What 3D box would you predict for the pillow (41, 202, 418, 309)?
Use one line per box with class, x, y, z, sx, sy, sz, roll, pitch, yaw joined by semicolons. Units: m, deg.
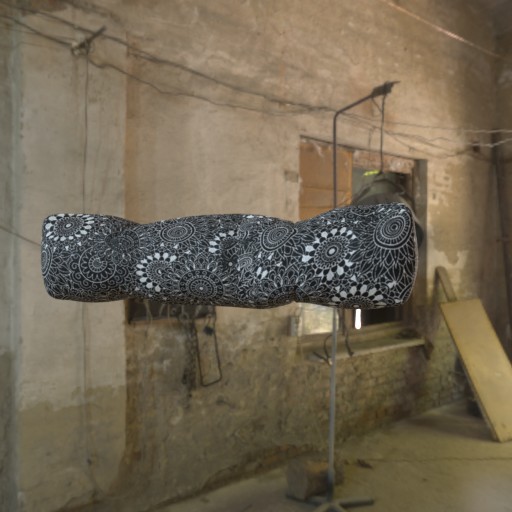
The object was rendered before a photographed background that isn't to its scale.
pillow;0.000;0.000;0.740;0.490;0.128;0.468;0;1;17
